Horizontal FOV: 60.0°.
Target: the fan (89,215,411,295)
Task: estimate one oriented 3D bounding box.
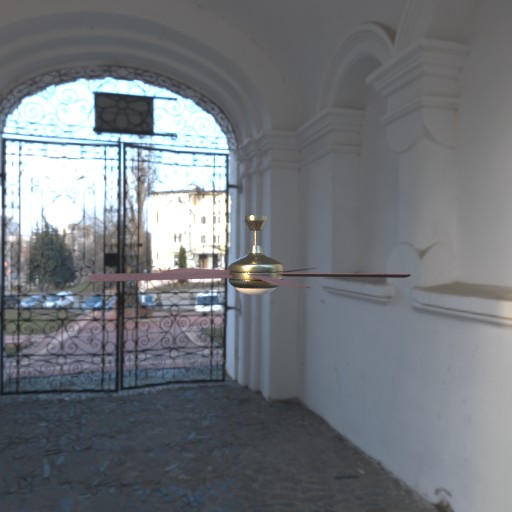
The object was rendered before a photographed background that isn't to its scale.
[{"bbox_3d":[0.000,0.000,2.002,1.321,0.356,1.321,0,0,1],"label":"fan"}]
